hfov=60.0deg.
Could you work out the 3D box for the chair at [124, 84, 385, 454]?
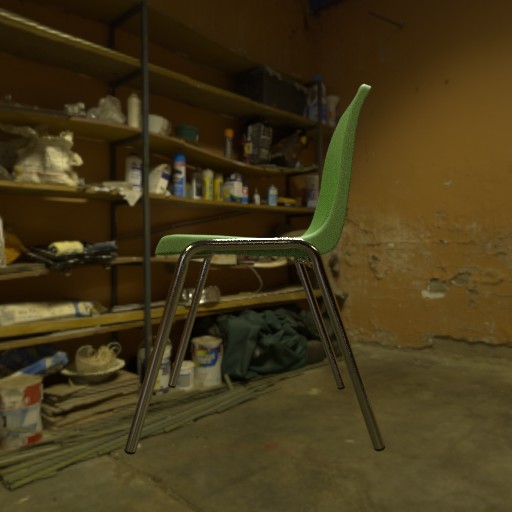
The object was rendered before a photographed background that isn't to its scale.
[{"bbox_3d":[0.000,0.000,0.913,0.436,0.653,0.381,0,0,0],"label":"chair"}]
